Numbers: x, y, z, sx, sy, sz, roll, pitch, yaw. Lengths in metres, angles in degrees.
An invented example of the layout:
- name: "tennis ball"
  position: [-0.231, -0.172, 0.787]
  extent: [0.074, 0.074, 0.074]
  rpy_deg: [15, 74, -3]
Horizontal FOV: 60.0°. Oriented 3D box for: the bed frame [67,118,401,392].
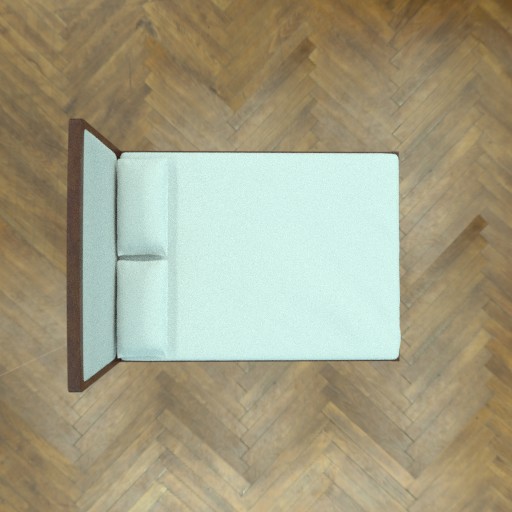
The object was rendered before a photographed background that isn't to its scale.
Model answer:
- name: "bed frame"
  position: [0.000, 0.000, 3.169]
  extent: [2.171, 1.279, 1.587]
  rpy_deg: [0, 90, -1]
